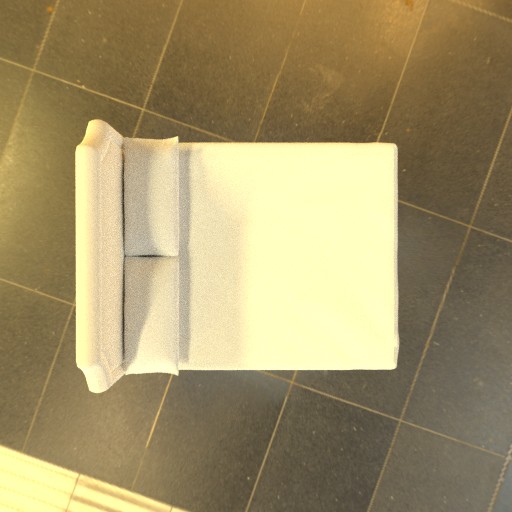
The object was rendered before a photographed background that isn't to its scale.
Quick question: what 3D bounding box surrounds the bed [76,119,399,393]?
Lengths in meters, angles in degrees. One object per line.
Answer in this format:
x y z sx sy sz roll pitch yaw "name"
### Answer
0.000 0.000 3.846 2.548 1.524 2.134 0 90 0 "bed"
